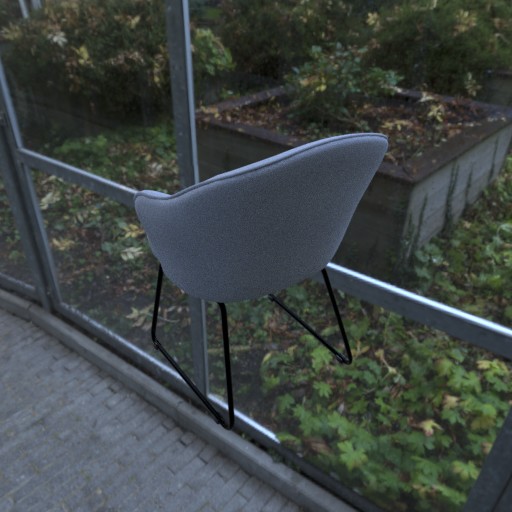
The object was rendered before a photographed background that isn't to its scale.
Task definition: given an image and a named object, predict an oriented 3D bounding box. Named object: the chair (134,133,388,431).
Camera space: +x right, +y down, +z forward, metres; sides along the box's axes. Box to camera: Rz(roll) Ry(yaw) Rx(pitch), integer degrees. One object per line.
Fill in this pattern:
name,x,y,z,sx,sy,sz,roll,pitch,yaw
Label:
chair,0.000,0.000,1.236,0.570,0.817,0.592,-20,37,-29
